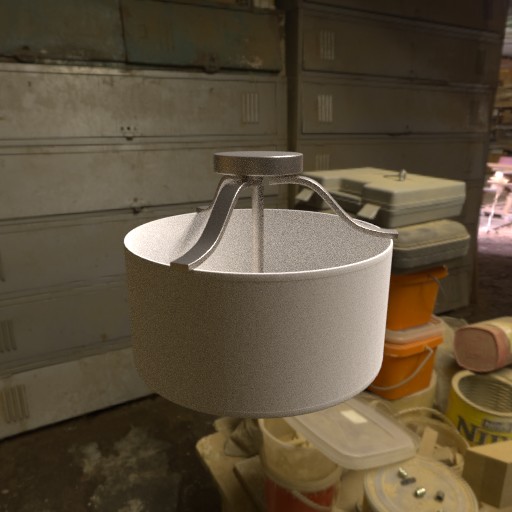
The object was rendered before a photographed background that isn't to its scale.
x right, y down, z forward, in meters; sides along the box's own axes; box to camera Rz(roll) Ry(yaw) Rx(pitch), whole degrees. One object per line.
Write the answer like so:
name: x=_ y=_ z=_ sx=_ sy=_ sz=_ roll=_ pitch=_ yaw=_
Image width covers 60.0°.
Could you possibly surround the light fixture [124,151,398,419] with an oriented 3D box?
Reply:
light fixture: x=0.000 y=0.000 z=0.670 sx=0.395 sy=0.304 sz=0.395 roll=0 pitch=16 yaw=0
